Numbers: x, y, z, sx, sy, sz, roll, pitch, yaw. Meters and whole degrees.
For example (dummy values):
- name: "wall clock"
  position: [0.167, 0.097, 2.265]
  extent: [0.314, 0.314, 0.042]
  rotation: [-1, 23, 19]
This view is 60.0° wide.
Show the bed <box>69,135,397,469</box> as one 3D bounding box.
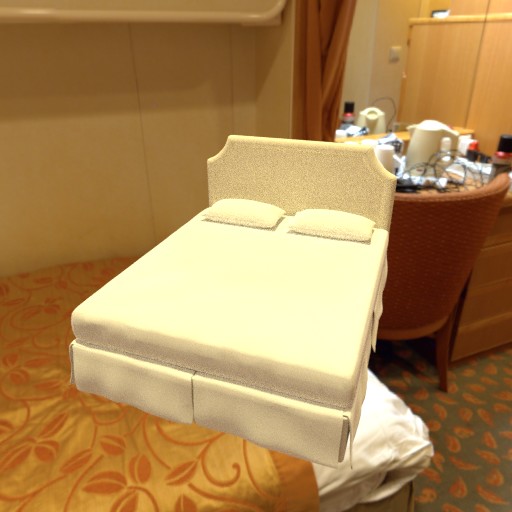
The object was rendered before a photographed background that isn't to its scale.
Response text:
- name: "bed"
  position: [0.000, 0.000, 4.110]
  extent: [2.350, 1.590, 2.773]
  rotation: [9, 28, 18]
